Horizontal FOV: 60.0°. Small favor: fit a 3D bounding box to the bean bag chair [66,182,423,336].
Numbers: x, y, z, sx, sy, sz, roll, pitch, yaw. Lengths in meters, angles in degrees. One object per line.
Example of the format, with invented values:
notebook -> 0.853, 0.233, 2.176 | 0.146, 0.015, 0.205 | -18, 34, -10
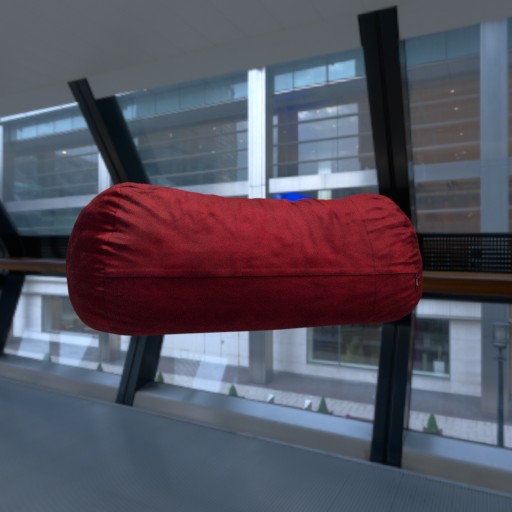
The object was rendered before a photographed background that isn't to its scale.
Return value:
bean bag chair -> 0.000, 0.000, 2.902 | 2.293, 0.867, 1.216 | 0, 0, -18
